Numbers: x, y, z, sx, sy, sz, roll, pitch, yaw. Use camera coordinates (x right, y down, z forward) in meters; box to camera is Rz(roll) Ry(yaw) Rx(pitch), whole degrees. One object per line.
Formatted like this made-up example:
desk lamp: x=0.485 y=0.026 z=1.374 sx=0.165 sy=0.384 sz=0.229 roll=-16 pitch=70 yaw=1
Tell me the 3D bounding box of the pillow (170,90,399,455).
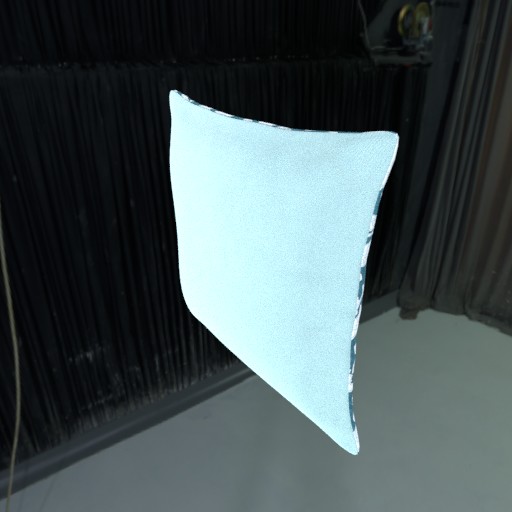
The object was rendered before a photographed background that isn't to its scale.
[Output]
pillow: x=0.000 y=0.000 z=0.780 sx=0.166 sy=0.508 sz=0.525 roll=-19 pitch=32 yaw=-33
